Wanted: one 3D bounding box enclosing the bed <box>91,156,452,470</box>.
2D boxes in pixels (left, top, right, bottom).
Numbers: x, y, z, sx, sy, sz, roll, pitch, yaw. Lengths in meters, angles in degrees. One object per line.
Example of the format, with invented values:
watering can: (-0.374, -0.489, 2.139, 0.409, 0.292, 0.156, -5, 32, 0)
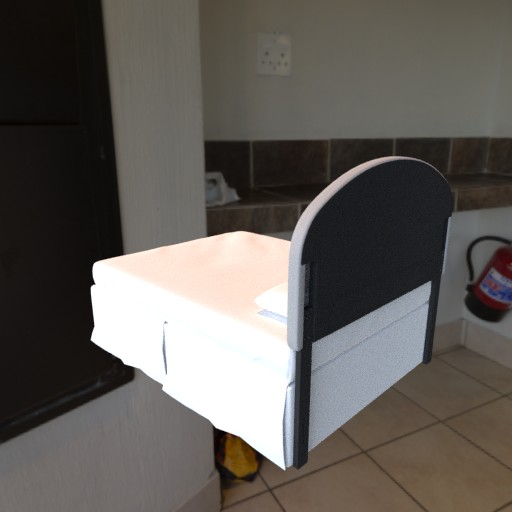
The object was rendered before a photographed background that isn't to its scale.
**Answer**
bed: (0.000, 0.000, 3.053, 2.005, 1.410, 1.607, 15, 22, 43)
